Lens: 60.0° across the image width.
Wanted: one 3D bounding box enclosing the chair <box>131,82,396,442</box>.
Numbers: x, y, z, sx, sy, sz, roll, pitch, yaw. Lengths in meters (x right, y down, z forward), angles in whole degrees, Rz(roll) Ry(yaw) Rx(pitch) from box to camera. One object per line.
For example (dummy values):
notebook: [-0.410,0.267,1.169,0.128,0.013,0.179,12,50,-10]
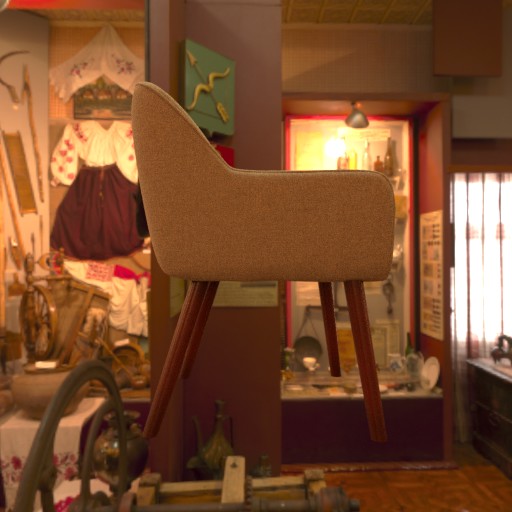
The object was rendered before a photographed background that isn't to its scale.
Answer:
chair: [0.000,0.000,1.245,0.610,0.813,0.610,0,0,0]
